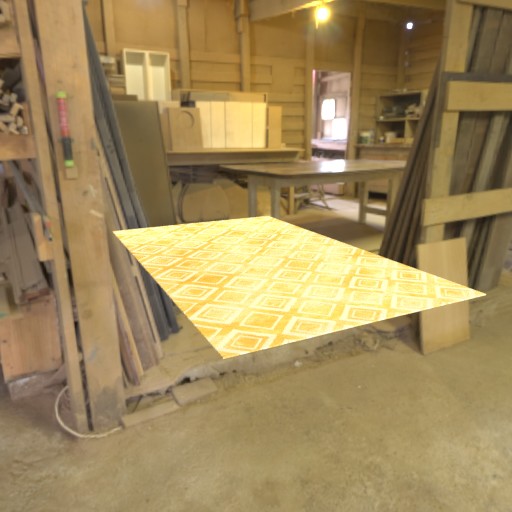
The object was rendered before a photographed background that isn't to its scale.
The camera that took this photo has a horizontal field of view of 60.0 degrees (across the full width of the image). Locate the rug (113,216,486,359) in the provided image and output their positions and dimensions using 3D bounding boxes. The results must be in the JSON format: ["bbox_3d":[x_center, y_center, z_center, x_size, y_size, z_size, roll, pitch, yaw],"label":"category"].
[{"bbox_3d":[0.000,0.000,3.062,1.511,0.010,2.424,-8,18,-26],"label":"rug"}]
